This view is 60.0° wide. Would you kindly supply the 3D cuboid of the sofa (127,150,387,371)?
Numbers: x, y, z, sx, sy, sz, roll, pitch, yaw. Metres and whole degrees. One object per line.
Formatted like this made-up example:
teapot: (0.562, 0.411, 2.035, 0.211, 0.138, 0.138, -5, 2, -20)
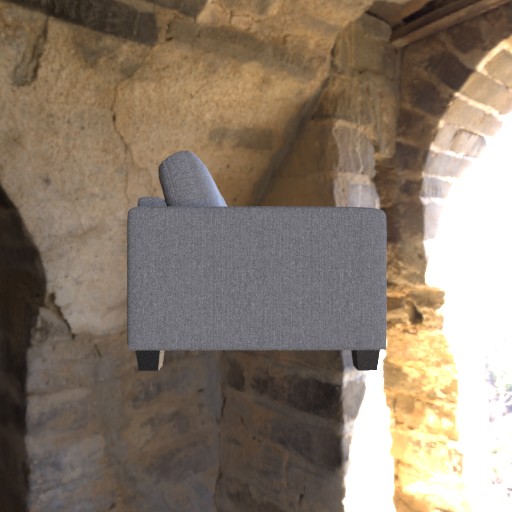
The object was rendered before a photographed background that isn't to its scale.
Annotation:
sofa: (0.000, 0.000, 2.553, 0.900, 0.800, 2.120, 0, 0, 0)
